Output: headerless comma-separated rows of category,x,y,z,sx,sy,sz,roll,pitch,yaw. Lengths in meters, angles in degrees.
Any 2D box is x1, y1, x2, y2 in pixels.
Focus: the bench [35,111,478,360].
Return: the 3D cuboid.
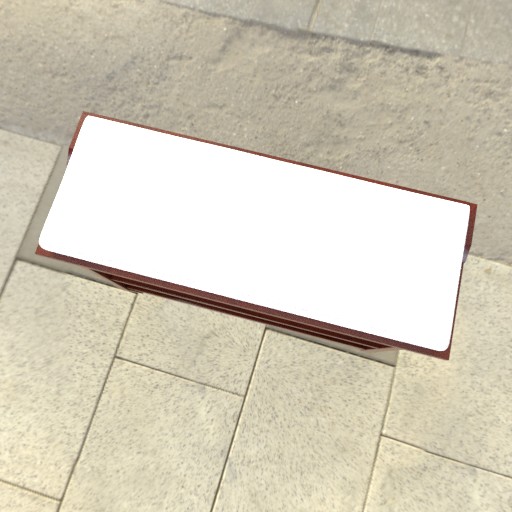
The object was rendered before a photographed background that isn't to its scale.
bench,0.000,0.000,1.315,0.987,0.646,0.369,14,77,3
